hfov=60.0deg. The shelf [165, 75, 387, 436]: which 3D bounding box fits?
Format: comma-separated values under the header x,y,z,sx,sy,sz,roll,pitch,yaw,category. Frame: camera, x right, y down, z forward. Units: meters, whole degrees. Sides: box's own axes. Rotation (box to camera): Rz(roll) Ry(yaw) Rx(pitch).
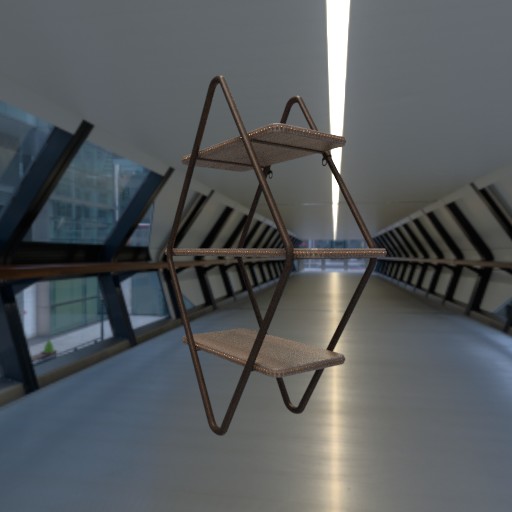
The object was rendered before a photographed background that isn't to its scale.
x,y,z,sx,sy,sz,roll,pitch,yaw,category
0.000,0.000,1.029,0.234,0.774,0.609,-1,1,-36,shelf
